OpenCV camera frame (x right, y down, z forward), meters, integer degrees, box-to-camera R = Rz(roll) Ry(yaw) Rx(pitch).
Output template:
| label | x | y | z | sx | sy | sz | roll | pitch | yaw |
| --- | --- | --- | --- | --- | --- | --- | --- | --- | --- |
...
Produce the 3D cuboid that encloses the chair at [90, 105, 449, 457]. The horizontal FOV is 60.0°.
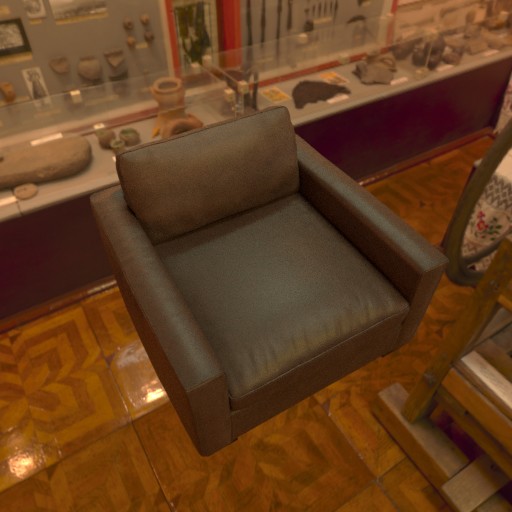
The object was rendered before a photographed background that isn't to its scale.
| label | x | y | z | sx | sy | sz | roll | pitch | yaw |
| --- | --- | --- | --- | --- | --- | --- | --- | --- | --- |
| chair | 0.000 | 0.000 | 1.860 | 1.100 | 0.812 | 1.069 | -22 | 50 | -20 |
